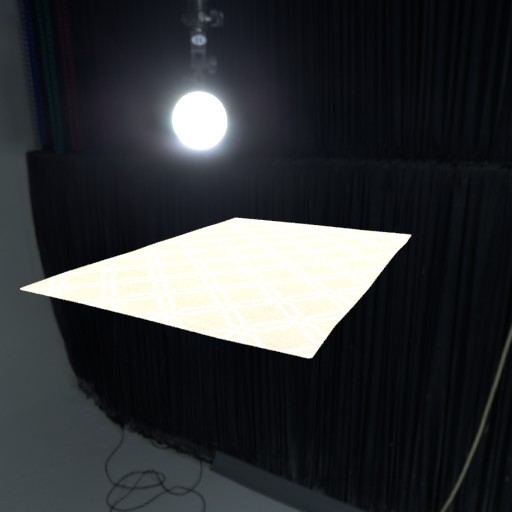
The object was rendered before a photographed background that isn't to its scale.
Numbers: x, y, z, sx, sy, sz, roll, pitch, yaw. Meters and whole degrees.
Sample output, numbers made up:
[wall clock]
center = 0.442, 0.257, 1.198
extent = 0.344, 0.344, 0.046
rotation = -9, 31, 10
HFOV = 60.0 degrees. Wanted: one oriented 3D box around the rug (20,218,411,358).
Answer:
[rug]
center = 0.000, 0.000, 2.734
extent = 1.524, 0.013, 2.135
rotation = 8, 17, 26
